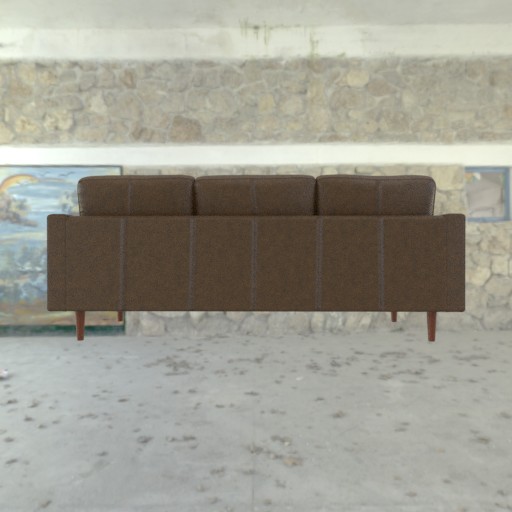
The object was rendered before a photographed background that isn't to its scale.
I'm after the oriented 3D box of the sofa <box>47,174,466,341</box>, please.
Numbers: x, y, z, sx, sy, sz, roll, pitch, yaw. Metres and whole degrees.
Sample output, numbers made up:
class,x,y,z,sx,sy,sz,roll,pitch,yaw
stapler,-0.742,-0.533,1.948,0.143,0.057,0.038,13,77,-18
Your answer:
class,x,y,z,sx,sy,sz,roll,pitch,yaw
sofa,0.000,0.000,2.804,2.231,0.930,0.903,0,0,1
